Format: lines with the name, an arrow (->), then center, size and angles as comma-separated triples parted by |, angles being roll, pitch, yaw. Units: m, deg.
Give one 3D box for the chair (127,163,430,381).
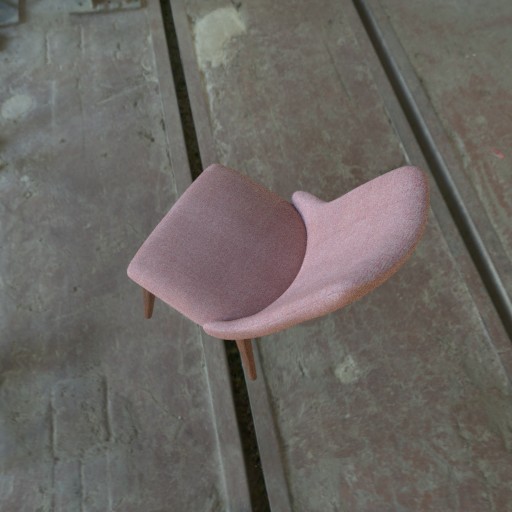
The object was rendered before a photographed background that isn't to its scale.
chair -> 0.000, 0.000, 1.306 | 0.707, 0.918, 0.535 | 30, 68, 13
